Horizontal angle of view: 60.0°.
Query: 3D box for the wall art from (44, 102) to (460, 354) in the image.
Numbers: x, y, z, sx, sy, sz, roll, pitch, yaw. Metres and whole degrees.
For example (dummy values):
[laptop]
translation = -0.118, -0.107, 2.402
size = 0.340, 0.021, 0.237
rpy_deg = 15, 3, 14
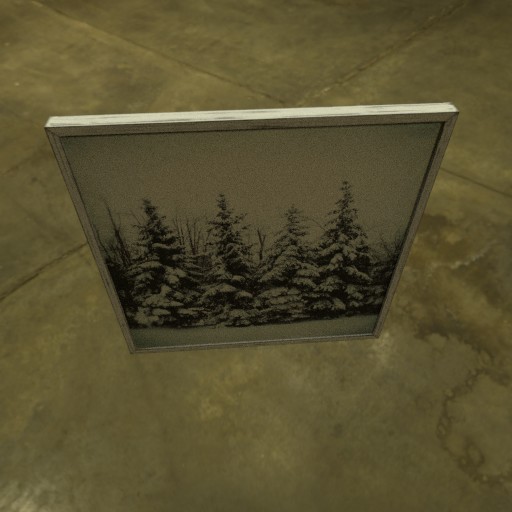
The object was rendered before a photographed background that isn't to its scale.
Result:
[wall art]
translation = 0.000, 0.000, 1.097
size = 0.761, 0.761, 0.037
rpy_deg = -3, 46, -3
